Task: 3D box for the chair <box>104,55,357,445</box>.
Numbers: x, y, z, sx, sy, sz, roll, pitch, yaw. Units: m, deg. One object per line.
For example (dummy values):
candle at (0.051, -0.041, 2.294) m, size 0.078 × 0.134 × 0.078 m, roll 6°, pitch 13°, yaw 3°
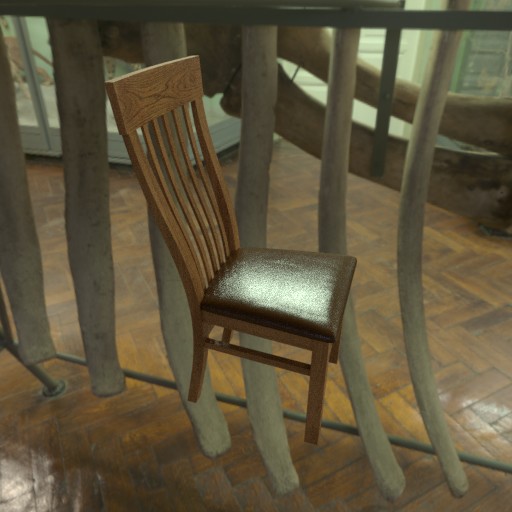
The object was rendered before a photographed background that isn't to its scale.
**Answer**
chair at (0.000, 0.000, 1.352) m, size 0.580 × 1.050 × 0.450 m, roll 10°, pitch 33°, yaw 15°
